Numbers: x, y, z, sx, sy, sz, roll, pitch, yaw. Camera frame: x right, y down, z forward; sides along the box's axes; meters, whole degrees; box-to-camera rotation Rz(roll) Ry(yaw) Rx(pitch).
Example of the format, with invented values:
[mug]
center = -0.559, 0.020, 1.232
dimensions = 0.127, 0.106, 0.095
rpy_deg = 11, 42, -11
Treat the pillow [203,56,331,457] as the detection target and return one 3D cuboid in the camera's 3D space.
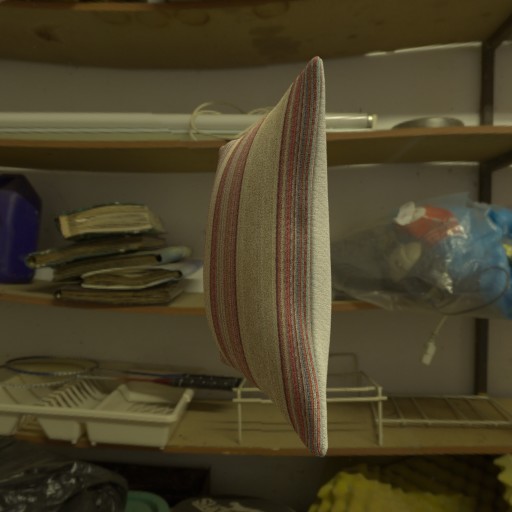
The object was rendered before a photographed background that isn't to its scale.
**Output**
[pillow]
center = 0.000, 0.000, 0.659
dimensions = 0.136, 0.419, 0.437
rpy_deg = 0, 0, -18
